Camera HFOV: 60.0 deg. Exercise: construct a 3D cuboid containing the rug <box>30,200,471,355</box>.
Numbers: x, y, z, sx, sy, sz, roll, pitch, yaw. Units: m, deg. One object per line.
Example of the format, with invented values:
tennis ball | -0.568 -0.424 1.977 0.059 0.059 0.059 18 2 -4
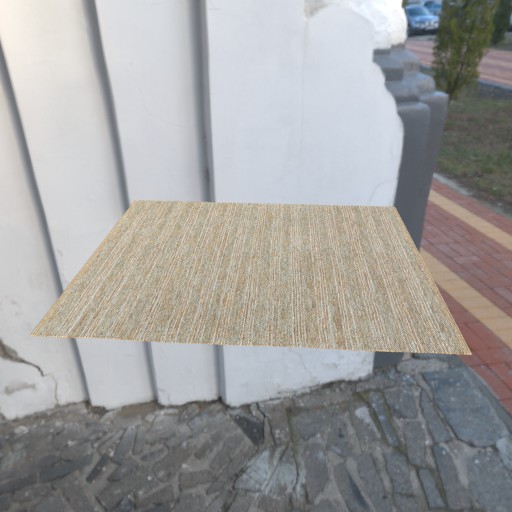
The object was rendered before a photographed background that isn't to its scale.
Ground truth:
rug | 0.000 0.000 4.097 3.034 0.012 2.471 2 30 3
